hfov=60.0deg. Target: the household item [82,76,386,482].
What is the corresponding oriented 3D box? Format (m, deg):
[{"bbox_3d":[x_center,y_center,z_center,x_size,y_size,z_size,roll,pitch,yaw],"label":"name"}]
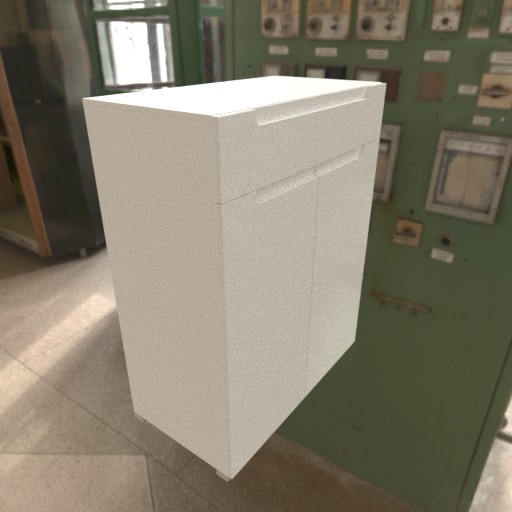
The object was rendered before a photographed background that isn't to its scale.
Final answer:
[{"bbox_3d":[0.000,0.000,1.427,0.420,1.010,0.790,19,32,32],"label":"household item"}]
